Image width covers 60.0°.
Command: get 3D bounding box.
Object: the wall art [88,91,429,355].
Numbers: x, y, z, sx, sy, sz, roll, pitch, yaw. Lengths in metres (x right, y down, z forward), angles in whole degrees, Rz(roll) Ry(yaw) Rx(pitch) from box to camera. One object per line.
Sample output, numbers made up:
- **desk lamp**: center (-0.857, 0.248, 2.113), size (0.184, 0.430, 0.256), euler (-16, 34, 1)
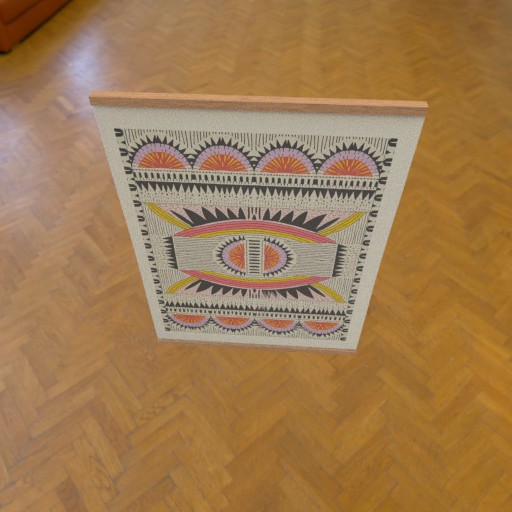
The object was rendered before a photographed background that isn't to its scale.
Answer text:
- **wall art**: center (0.000, 0.000, 1.362), size (0.765, 1.016, 0.028), euler (3, 46, 3)
